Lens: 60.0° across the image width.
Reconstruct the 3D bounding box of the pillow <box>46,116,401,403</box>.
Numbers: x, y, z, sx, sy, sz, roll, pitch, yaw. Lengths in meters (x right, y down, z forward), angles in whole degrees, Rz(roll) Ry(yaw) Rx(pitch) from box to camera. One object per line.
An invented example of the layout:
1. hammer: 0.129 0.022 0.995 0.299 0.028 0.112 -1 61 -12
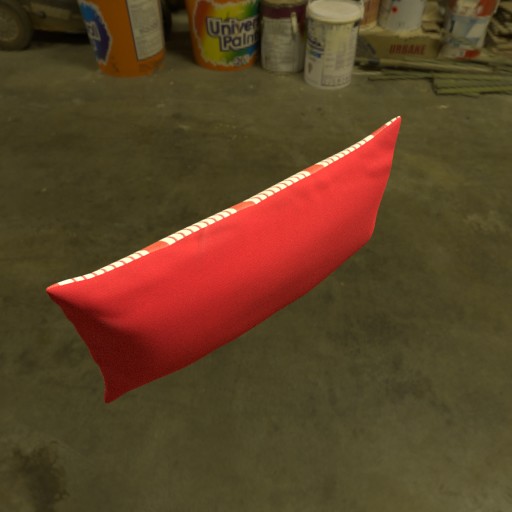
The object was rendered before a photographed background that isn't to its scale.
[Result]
1. pillow: 0.000 0.000 0.729 0.608 0.297 0.151 -29 54 -25
